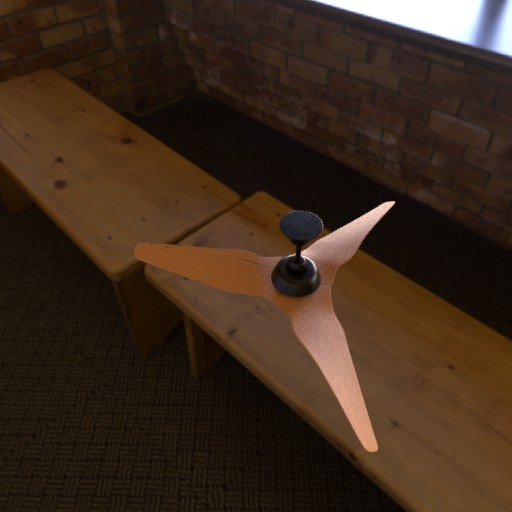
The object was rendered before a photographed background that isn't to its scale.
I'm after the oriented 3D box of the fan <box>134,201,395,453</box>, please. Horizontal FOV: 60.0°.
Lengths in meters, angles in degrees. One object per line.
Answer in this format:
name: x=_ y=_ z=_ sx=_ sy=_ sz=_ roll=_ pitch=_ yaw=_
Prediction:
fan: x=0.000 y=0.000 z=1.612 sx=1.010 sy=0.355 sz=1.142 roll=10 pitch=47 yaw=9
